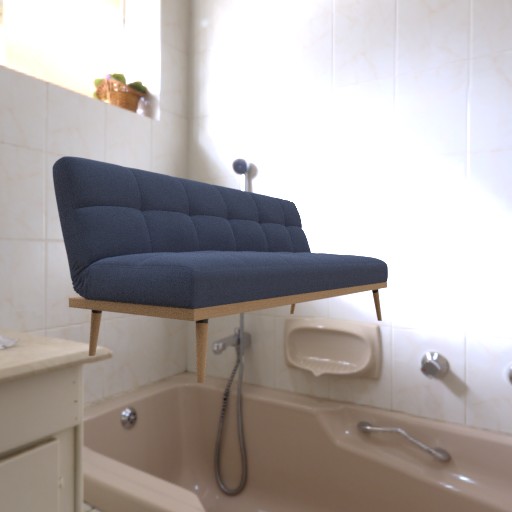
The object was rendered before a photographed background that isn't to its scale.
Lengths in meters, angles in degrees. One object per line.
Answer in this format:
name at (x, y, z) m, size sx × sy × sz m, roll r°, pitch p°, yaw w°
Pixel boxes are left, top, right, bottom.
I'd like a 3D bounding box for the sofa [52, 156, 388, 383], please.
sofa at (0.000, 0.000, 2.282) m, size 0.796 × 0.800 × 1.800 m, roll 0°, pitch 0°, yaw 35°
